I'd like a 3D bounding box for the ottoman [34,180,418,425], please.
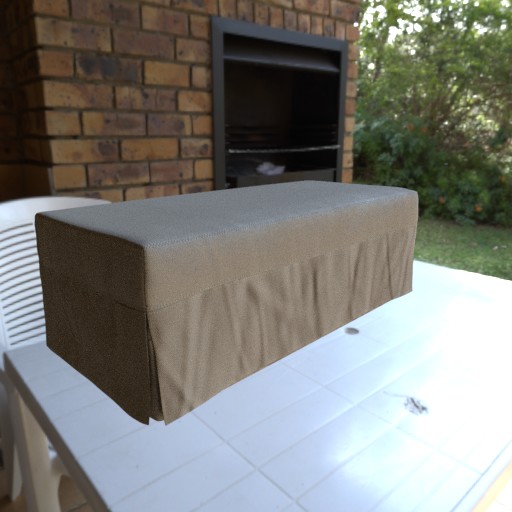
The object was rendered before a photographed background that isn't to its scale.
[{"bbox_3d":[0.000,0.000,1.664,0.665,0.457,1.388,15,21,42],"label":"ottoman"}]
